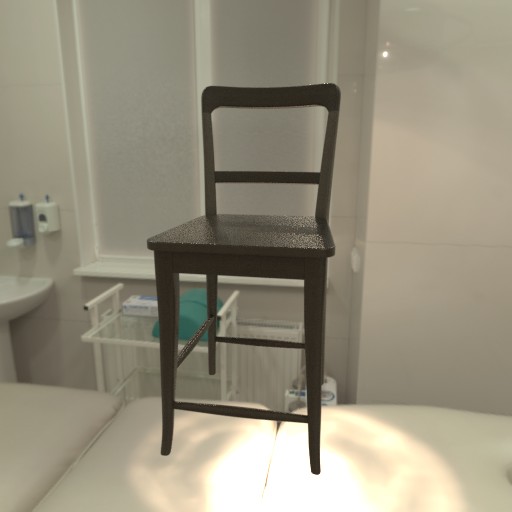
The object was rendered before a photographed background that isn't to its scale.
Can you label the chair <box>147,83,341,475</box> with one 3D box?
[{"bbox_3d":[0.000,0.000,1.286,0.450,0.991,0.546,3,14,10],"label":"chair"}]
